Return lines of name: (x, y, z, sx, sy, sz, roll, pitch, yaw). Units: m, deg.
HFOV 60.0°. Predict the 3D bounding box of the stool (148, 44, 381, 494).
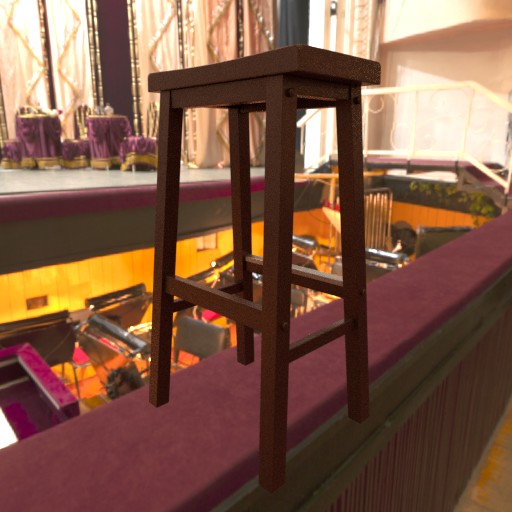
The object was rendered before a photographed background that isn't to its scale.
stool: (0.000, 0.000, 0.940, 0.322, 0.742, 0.406, -14, 20, -43)
